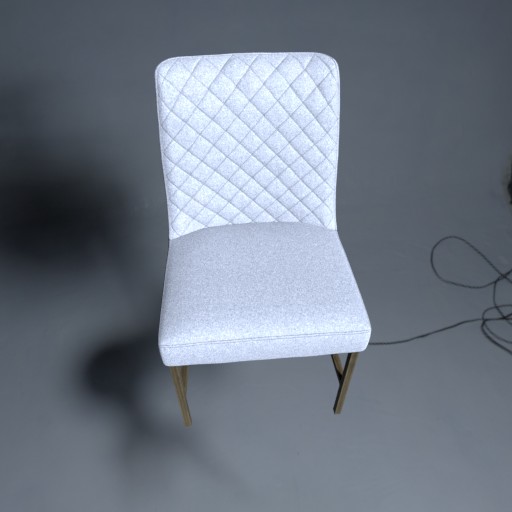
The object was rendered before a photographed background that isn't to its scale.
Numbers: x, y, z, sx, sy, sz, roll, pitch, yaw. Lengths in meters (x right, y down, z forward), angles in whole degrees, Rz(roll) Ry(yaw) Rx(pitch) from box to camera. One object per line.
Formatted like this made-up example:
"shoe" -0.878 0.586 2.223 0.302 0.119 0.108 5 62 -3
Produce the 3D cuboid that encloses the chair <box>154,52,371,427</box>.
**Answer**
"chair" 0.000 0.000 1.231 0.508 0.889 0.587 -4 45 -4
